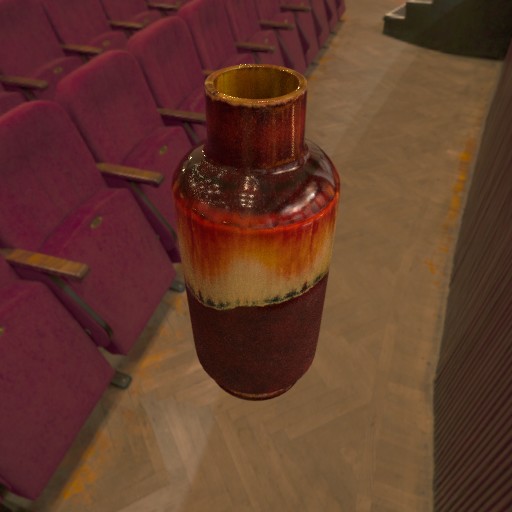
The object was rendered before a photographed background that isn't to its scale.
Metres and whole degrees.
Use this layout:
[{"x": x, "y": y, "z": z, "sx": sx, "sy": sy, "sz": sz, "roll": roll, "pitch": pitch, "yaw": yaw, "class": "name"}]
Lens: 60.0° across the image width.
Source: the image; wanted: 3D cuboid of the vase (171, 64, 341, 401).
[{"x": 0.000, "y": 0.000, "z": 0.333, "sx": 0.111, "sy": 0.261, "sz": 0.111, "roll": 0, "pitch": 42, "yaw": 0, "class": "vase"}]
